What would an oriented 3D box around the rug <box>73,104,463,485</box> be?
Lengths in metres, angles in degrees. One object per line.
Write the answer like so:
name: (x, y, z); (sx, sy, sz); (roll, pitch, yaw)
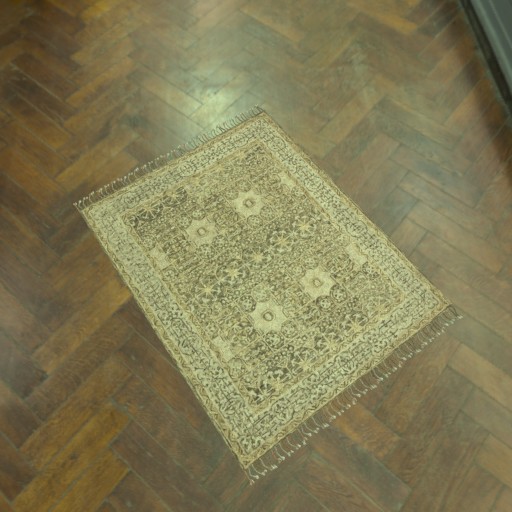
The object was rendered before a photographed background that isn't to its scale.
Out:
rug: (0.000, 0.000, 4.416); (2.431, 0.017, 3.291); (-33, 68, -15)
